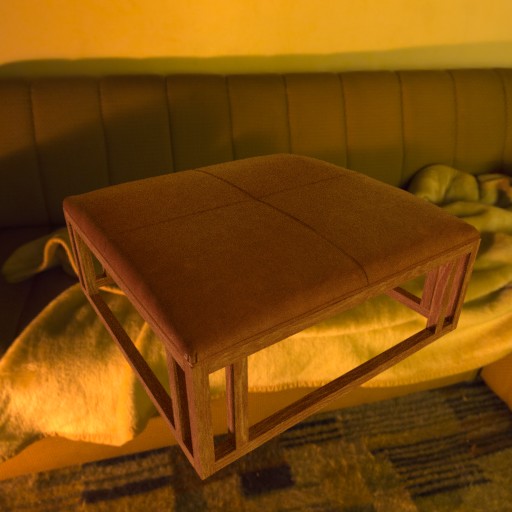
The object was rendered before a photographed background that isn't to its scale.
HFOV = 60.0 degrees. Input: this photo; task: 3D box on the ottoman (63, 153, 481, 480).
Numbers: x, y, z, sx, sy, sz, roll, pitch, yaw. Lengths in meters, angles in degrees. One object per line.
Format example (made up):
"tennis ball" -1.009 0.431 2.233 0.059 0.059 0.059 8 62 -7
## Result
"ottoman" 0.000 0.000 1.557 1.016 0.442 1.013 -19 34 -30
